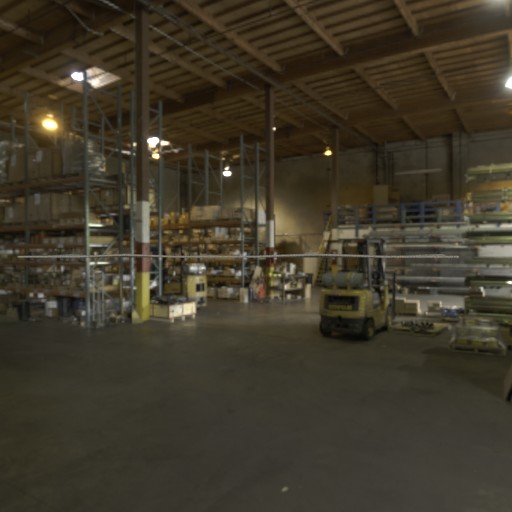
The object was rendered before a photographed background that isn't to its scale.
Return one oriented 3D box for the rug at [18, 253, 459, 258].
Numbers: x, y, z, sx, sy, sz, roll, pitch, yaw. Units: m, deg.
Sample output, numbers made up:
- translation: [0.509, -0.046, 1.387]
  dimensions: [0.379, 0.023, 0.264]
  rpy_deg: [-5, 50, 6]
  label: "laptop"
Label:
- translation: [0.000, 0.000, 4.262]
  dimensions: [3.333, 0.027, 2.428]
  rpy_deg: [0, 0, 19]
  label: "rug"
